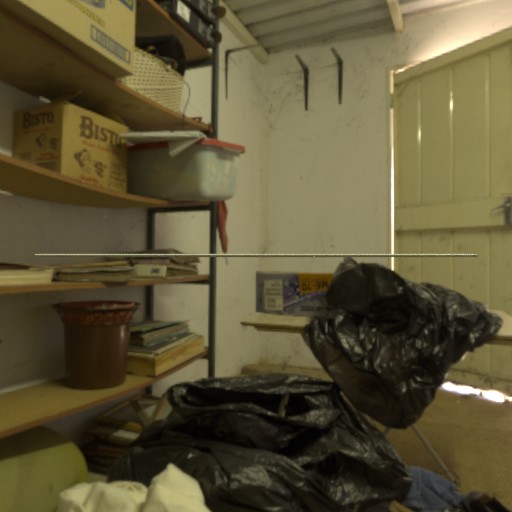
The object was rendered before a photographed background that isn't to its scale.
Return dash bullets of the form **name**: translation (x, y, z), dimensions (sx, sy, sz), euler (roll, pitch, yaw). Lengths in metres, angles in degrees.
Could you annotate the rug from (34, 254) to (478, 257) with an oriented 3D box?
- **rug**: translation (0.000, 0.000, 2.344), dimensions (1.747, 0.011, 1.217), euler (0, 0, 1)
